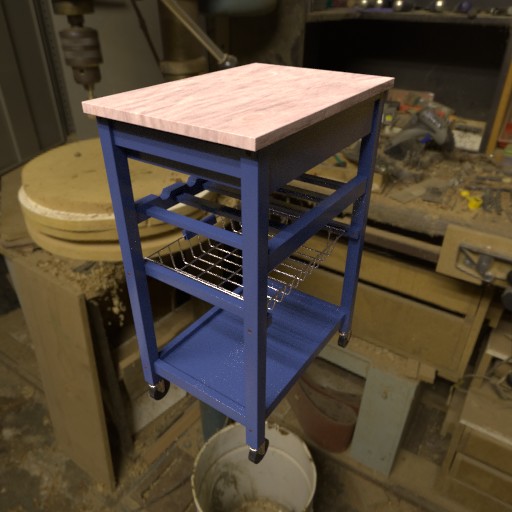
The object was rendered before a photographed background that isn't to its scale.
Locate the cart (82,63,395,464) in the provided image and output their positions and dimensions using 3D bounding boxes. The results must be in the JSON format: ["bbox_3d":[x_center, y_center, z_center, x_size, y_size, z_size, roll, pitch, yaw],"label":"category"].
[{"bbox_3d":[0.000,0.000,1.162,0.403,0.839,0.584,20,37,29],"label":"cart"}]
